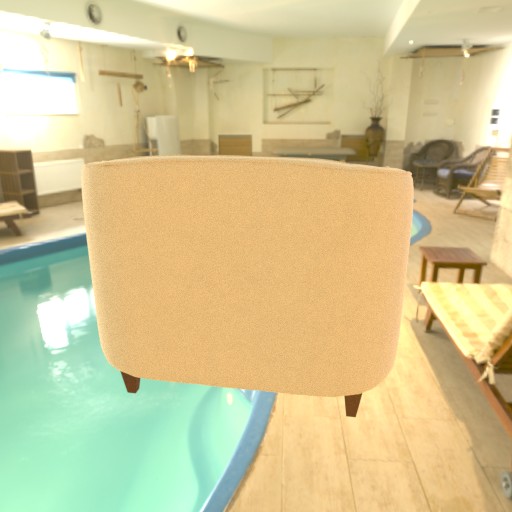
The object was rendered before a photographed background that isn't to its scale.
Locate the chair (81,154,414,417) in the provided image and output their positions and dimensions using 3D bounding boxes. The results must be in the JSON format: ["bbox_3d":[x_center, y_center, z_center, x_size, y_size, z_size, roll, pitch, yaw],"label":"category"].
[{"bbox_3d":[0.000,0.000,1.757,1.104,0.852,0.941,3,18,9],"label":"chair"}]
